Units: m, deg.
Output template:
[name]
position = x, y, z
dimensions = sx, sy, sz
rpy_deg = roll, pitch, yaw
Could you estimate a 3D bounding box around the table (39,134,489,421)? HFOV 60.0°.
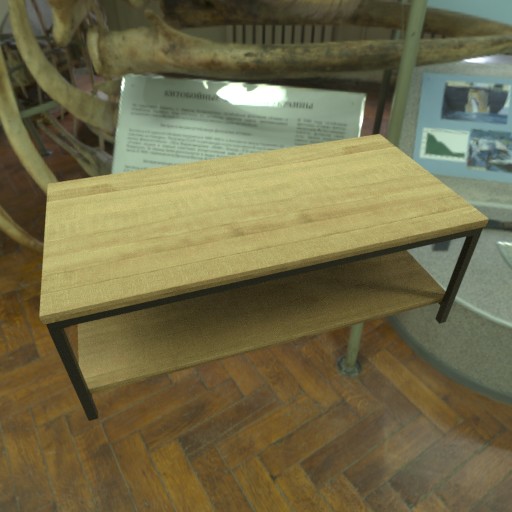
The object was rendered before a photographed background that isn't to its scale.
[table]
position = 0.000, 0.000, 1.352
dimensions = 1.100, 0.399, 0.551
rpy_deg = -12, 41, -14
